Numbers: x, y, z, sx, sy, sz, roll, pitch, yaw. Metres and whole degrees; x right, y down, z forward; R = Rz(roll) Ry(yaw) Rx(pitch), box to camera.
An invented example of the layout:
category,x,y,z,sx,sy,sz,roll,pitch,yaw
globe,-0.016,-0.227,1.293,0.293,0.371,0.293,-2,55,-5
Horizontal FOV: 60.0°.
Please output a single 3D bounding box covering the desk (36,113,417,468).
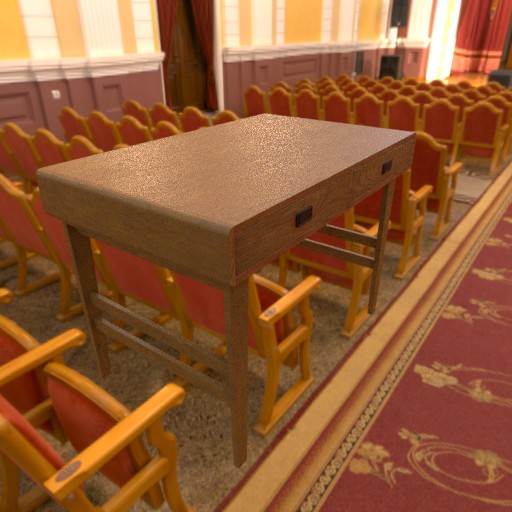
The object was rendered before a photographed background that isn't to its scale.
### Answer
category,x,y,z,sx,sy,sz,roll,pitch,yaw
desk,0.000,0.000,1.545,0.660,0.754,1.066,18,33,32
